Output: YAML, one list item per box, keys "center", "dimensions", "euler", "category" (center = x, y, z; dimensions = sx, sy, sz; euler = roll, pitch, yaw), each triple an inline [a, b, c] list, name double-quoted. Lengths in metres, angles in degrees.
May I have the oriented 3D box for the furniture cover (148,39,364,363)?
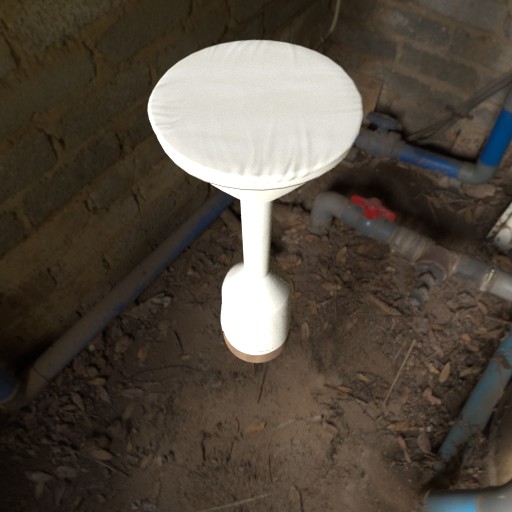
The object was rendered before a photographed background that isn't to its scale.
- center: [0.000, 0.000, 2.885]
  dimensions: [0.914, 2.413, 0.914]
  euler: [-2, 57, -1]
  category: "furniture cover"
